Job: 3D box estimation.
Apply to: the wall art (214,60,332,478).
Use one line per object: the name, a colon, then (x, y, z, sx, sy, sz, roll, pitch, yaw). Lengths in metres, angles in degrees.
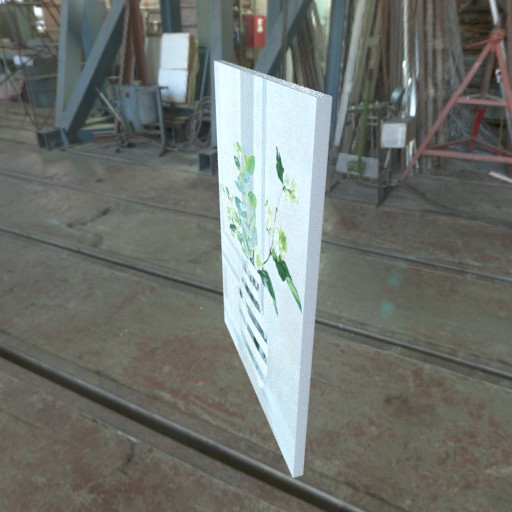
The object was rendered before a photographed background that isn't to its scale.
wall art: (0.000, 0.000, 1.581, 0.038, 1.212, 0.914, -9, 29, -16)
